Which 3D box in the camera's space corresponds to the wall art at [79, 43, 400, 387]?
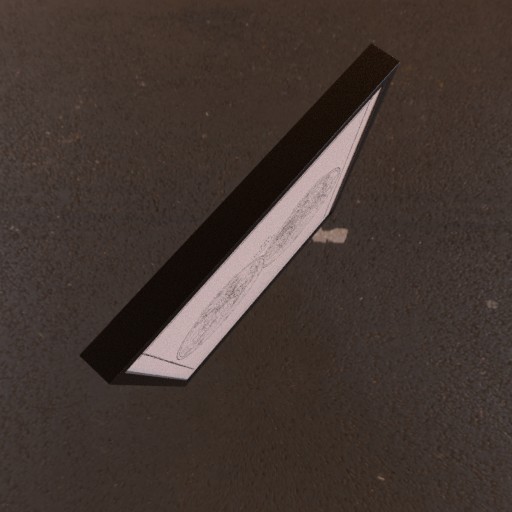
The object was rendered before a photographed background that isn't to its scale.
[{"bbox_3d":[0.000,0.000,0.476,0.029,0.318,0.327,39,77,11],"label":"wall art"}]
